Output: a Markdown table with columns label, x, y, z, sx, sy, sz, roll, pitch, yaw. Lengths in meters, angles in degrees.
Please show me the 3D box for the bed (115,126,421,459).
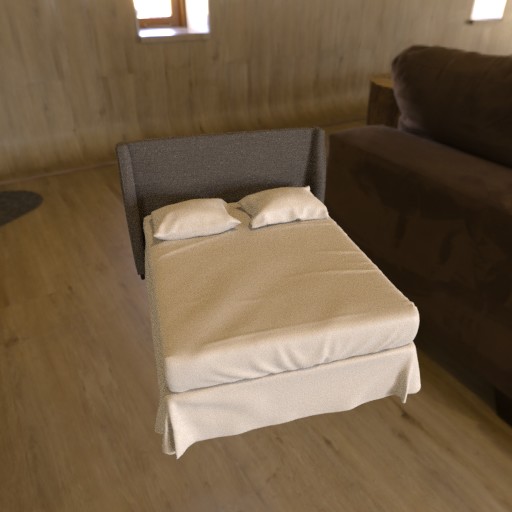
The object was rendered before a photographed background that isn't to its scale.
| label | x | y | z | sx | sy | sz | roll | pitch | yaw |
| --- | --- | --- | --- | --- | --- | --- | --- | --- | --- |
| bed | 0.000 | 0.000 | 3.466 | 1.925 | 1.332 | 2.276 | -8 | 32 | -13 |
